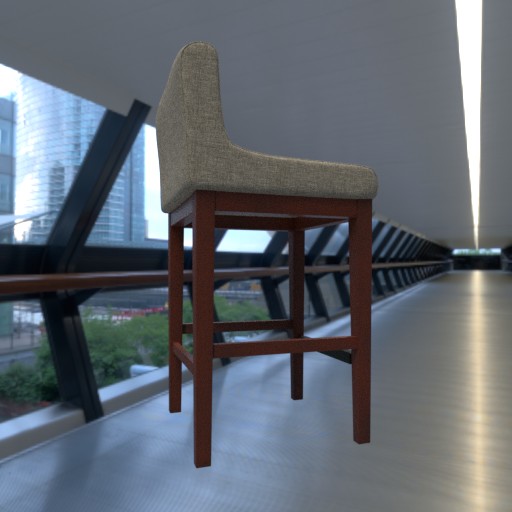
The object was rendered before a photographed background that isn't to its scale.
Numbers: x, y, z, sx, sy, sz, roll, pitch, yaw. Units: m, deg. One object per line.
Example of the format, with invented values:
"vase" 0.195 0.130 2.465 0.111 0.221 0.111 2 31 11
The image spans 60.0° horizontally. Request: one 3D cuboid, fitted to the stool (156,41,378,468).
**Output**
"stool" 0.000 0.000 1.103 0.459 0.835 0.417 1 -2 -19
